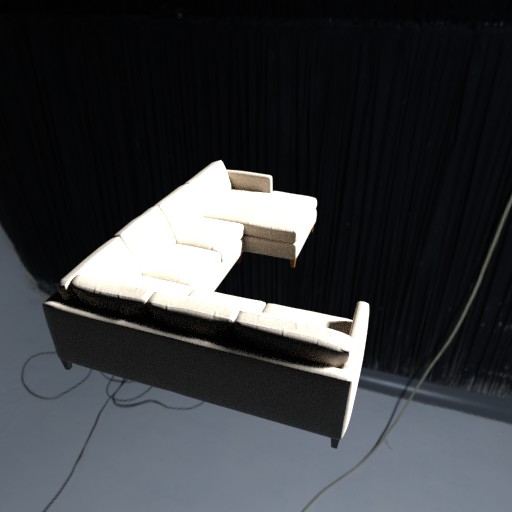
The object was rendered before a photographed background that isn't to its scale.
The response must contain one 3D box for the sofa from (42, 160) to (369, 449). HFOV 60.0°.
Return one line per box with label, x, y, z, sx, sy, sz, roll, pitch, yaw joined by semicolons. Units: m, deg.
sofa;0.000;0.000;4.789;2.594;0.961;3.460;10;32;16
